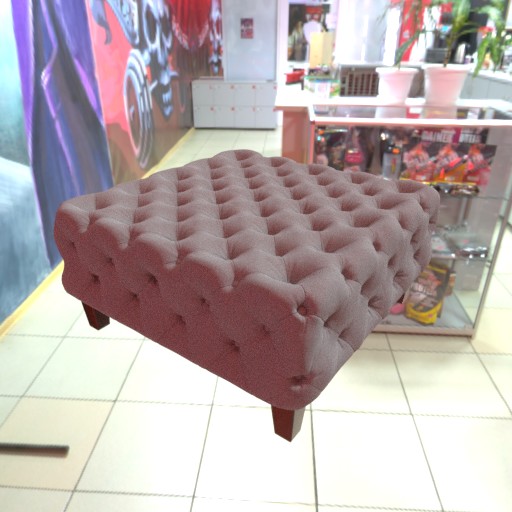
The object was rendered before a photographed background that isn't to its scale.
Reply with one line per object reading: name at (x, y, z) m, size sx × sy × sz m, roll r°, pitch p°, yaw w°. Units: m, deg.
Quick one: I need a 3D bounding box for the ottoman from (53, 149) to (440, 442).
ottoman at (0.000, 0.000, 1.439) m, size 0.917 × 0.439 × 0.911 m, roll 19°, pitch 33°, yaw 32°
